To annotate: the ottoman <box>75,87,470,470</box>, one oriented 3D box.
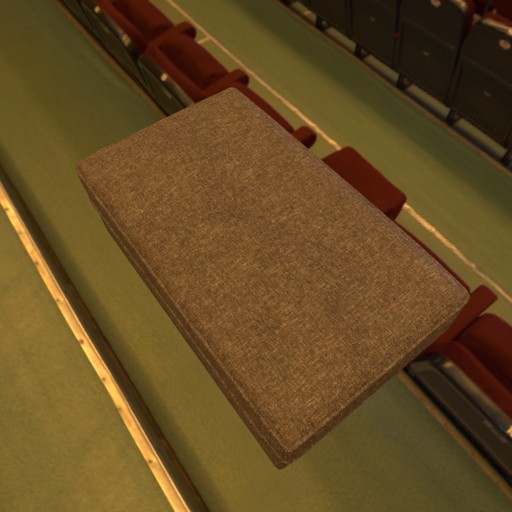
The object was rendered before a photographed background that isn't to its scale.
[{"bbox_3d":[0.000,0.000,1.555,0.717,0.487,1.184,-33,64,-18],"label":"ottoman"}]
